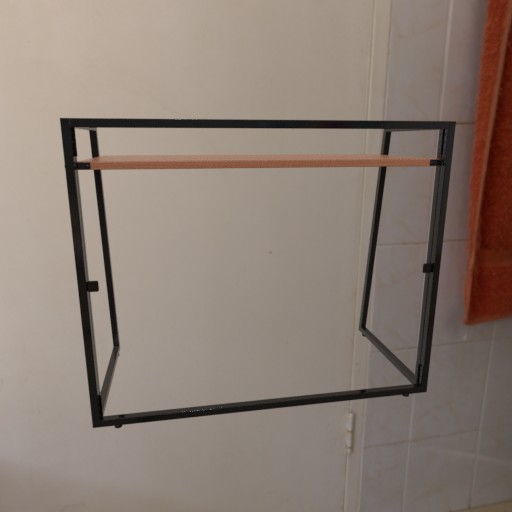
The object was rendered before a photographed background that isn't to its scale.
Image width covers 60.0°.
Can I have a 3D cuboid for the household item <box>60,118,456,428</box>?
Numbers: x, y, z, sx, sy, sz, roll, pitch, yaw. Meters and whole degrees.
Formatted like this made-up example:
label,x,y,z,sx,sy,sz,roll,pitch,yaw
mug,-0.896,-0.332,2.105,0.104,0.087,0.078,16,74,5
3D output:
label,x,y,z,sx,sy,sz,roll,pitch,yaw
household item,0.000,0.000,1.498,1.050,0.860,0.510,-3,15,-10
